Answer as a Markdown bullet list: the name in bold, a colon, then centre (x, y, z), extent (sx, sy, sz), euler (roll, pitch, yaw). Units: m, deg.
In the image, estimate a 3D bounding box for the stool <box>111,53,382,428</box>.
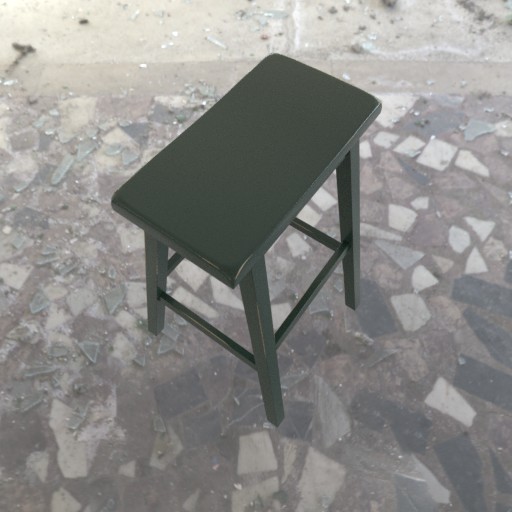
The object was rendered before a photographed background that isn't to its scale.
- **stool**: centre (0.000, 0.000, 1.048), extent (0.476, 0.737, 0.457), euler (32, 65, 17)
